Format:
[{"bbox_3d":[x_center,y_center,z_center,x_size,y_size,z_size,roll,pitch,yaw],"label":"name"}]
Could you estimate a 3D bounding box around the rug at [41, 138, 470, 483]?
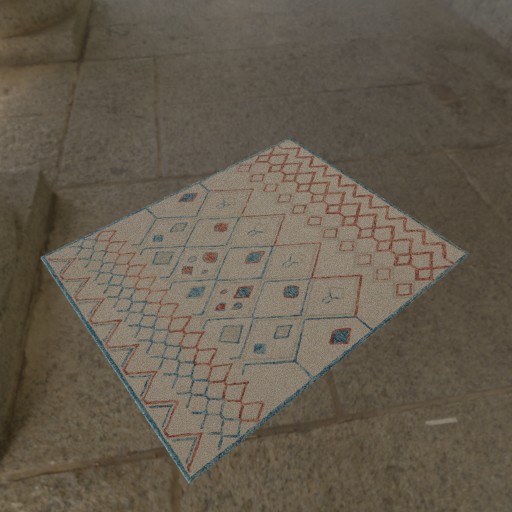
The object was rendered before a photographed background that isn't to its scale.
[{"bbox_3d":[0.000,0.000,4.028,3.050,0.016,2.441,-31,55,-25],"label":"rug"}]
